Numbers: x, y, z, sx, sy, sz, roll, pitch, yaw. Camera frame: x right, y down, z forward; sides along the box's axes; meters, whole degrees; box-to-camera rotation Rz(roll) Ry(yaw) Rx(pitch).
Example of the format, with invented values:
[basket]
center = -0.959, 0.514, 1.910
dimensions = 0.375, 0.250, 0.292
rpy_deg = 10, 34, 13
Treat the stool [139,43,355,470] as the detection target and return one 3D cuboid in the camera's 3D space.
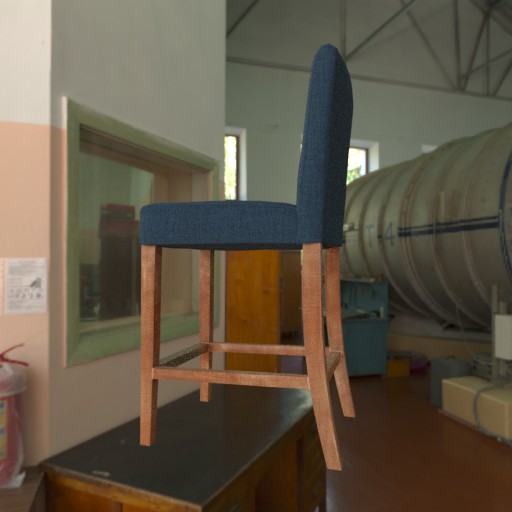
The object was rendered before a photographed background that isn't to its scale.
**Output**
[stool]
center = 0.000, 0.000, 1.343
dimensions = 0.567, 1.039, 0.454
rpy_deg = 0, -1, 17
